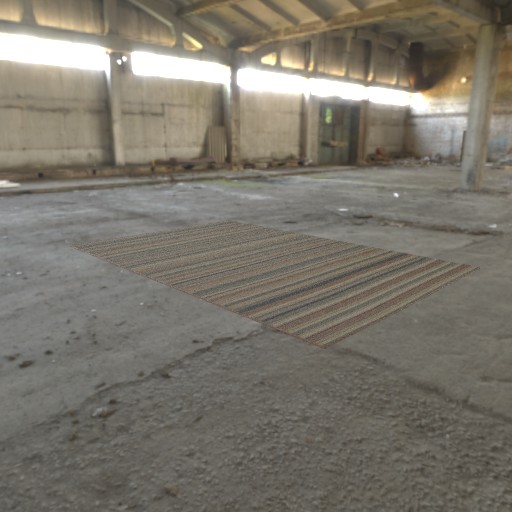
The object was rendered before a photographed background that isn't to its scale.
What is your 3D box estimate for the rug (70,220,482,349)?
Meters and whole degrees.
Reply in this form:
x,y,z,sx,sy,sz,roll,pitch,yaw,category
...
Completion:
x,y,z,sx,sy,sz,roll,pitch,yaw,category
0.000,0.000,2.332,1.219,0.008,1.829,-14,20,-43,rug
